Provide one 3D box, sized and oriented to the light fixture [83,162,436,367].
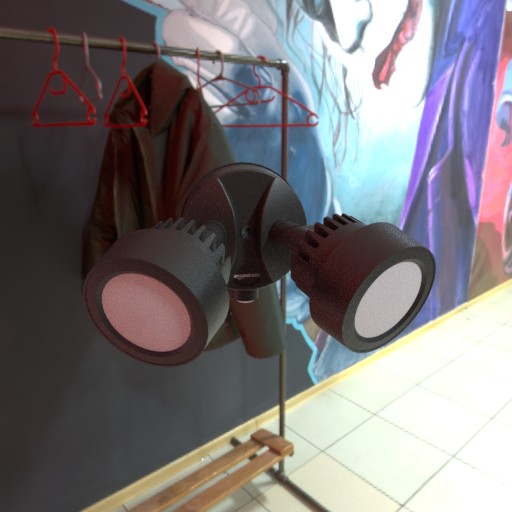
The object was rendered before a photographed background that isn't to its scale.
[{"bbox_3d":[0.000,0.000,0.314,0.213,0.120,0.168,-2,16,-8],"label":"light fixture"}]
